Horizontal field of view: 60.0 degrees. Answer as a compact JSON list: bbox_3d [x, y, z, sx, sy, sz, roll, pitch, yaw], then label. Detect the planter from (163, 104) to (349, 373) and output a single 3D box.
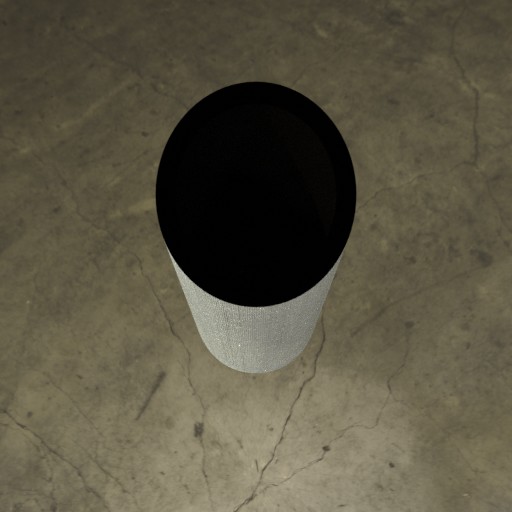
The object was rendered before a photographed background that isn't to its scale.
[{"bbox_3d":[0.000,0.000,0.127,0.045,0.103,0.045,37,69,17],"label":"planter"}]
